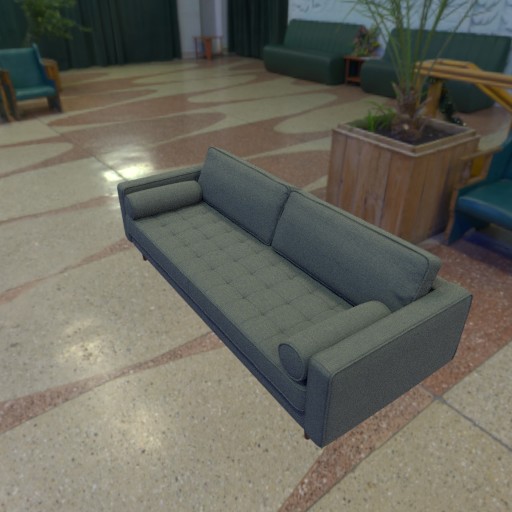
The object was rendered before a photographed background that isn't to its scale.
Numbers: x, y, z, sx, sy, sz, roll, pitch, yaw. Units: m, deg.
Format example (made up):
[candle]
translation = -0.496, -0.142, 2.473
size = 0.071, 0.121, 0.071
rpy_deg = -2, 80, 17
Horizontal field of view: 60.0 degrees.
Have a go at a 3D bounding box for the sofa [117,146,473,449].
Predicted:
[sofa]
translation = 0.000, 0.000, 2.651
size = 0.914, 0.762, 2.198
rpy_deg = -20, 37, -29
